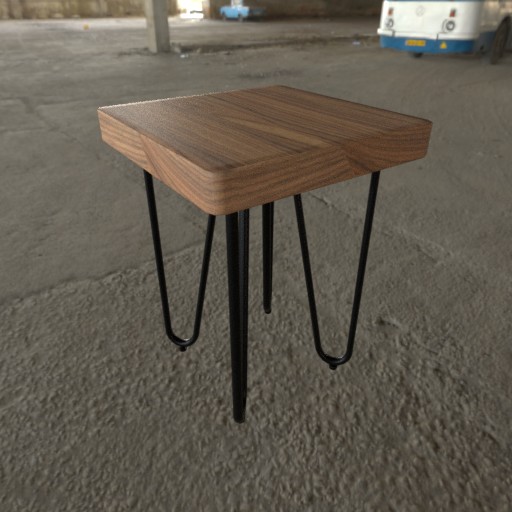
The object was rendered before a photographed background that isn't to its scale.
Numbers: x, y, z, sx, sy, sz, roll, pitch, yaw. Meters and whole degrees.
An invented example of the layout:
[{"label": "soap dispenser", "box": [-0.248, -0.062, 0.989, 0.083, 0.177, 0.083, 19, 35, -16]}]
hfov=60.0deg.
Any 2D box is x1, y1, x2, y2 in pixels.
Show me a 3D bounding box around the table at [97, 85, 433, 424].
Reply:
[{"label": "table", "box": [0.000, 0.000, 1.026, 0.479, 0.641, 0.480, -20, 36, -30]}]
